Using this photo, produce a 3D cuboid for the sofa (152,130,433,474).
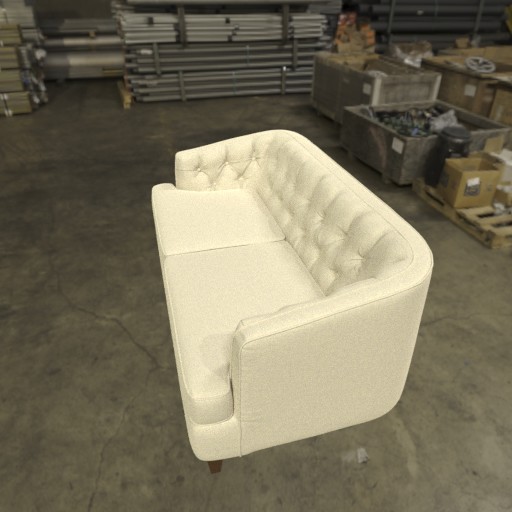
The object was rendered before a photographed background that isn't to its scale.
[{"bbox_3d":[0.000,0.000,2.178,0.941,0.855,1.733,-8,33,-13],"label":"sofa"}]
